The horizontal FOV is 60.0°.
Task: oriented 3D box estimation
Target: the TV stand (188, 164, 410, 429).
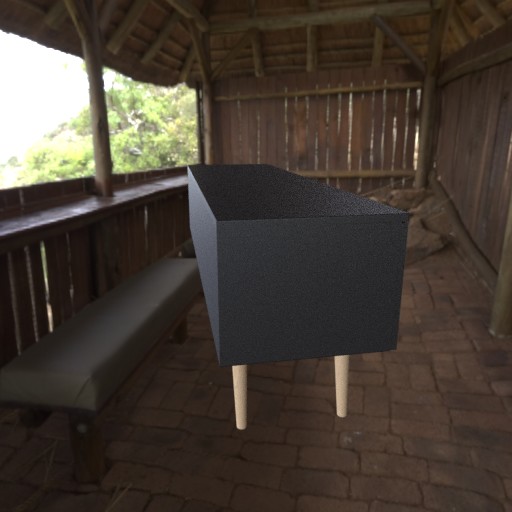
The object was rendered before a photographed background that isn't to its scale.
[{"bbox_3d":[0.000,0.000,1.510,0.390,0.518,1.312,-3,16,-10],"label":"TV stand"}]
